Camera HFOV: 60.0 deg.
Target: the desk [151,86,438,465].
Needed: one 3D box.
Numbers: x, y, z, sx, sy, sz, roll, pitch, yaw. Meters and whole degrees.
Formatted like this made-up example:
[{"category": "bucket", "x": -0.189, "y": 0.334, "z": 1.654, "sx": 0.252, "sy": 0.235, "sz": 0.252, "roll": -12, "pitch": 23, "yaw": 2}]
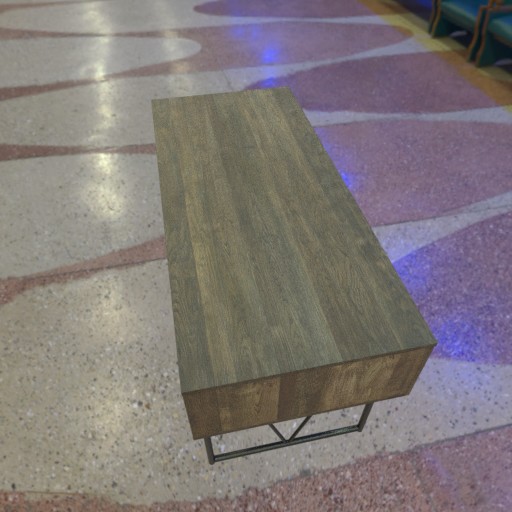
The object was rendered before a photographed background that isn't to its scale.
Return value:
[{"category": "desk", "x": 0.000, "y": 0.000, "z": 2.002, "sx": 0.730, "sy": 0.780, "sz": 1.600, "roll": -9, "pitch": 47, "yaw": -8}]
